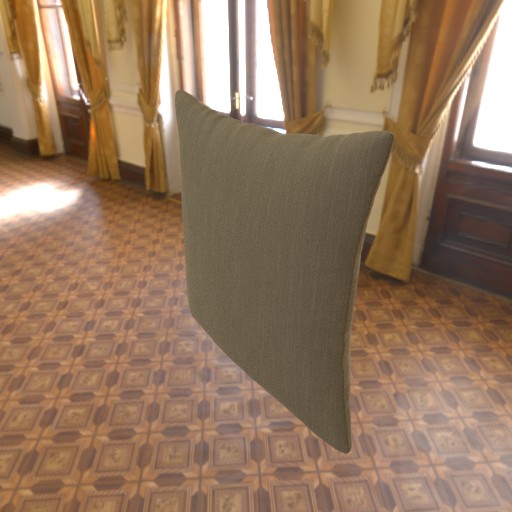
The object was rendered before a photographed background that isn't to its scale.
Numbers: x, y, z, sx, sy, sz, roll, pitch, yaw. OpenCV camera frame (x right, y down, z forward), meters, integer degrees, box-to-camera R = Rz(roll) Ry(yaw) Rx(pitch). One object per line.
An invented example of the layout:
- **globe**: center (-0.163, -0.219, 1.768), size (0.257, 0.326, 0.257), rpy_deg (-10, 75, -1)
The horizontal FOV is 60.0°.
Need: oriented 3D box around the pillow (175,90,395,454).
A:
- **pillow**: center (0.000, 0.000, 0.781), size (0.161, 0.509, 0.511), rpy_deg (-18, 32, -32)
